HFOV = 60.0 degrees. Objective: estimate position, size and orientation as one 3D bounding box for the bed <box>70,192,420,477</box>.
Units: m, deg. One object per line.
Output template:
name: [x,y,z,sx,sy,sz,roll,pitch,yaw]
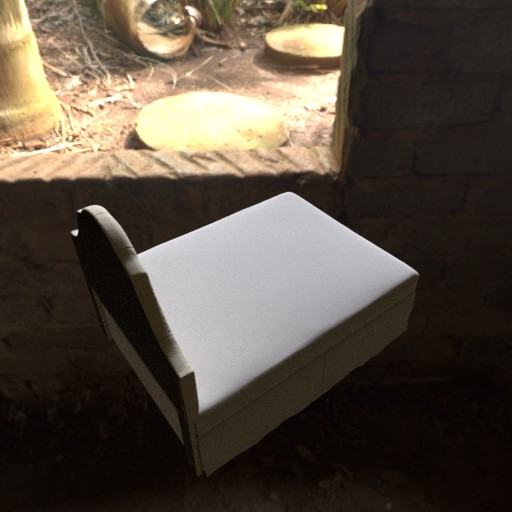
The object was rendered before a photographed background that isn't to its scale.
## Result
bed: [0.000,0.000,3.252,2.092,1.575,1.627,-26,46,-28]
